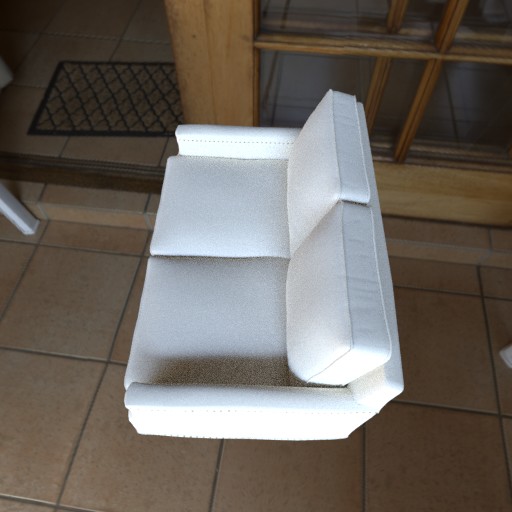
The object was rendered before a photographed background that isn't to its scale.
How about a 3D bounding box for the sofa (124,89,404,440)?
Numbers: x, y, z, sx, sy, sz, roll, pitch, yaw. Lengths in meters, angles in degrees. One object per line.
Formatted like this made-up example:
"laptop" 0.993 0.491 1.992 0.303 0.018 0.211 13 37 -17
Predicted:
"sofa" 0.000 0.000 2.209 1.084 1.003 1.597 2 57 1
